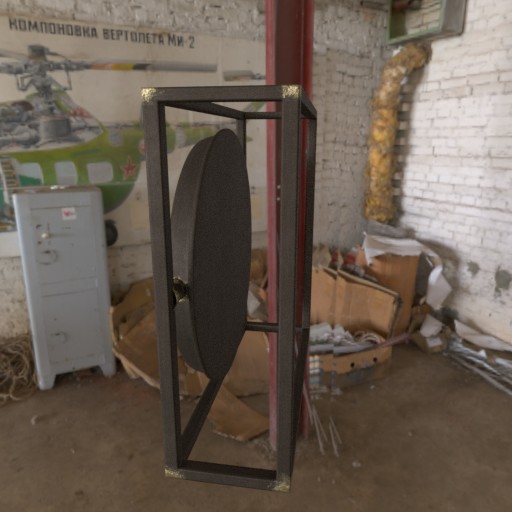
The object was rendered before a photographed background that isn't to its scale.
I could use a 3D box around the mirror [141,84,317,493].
[{"bbox_3d":[0.000,0.000,0.465,0.107,0.303,0.306,3,15,9],"label":"mirror"}]
